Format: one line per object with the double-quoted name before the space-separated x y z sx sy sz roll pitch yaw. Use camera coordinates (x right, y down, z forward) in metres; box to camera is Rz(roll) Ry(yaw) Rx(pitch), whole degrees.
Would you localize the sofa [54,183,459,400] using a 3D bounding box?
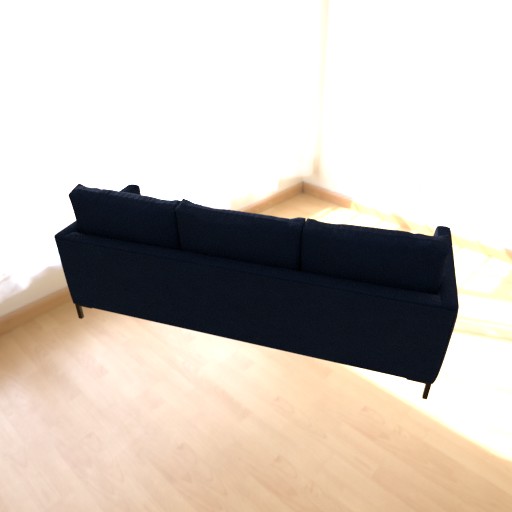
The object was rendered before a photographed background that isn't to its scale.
"sofa" 0.000 0.000 2.747 2.252 0.879 0.875 10 33 15
